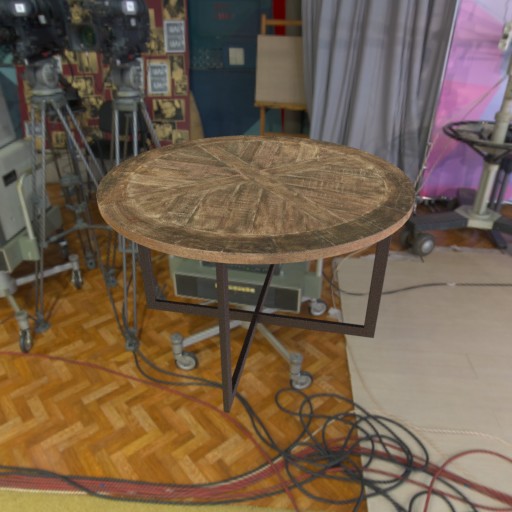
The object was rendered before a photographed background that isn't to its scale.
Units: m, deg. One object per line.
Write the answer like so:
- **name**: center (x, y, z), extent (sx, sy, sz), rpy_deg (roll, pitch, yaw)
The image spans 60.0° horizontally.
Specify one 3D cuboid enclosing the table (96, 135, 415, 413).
- **table**: center (0.000, 0.000, 2.030), extent (1.264, 0.762, 1.264), rpy_deg (0, 31, 0)
